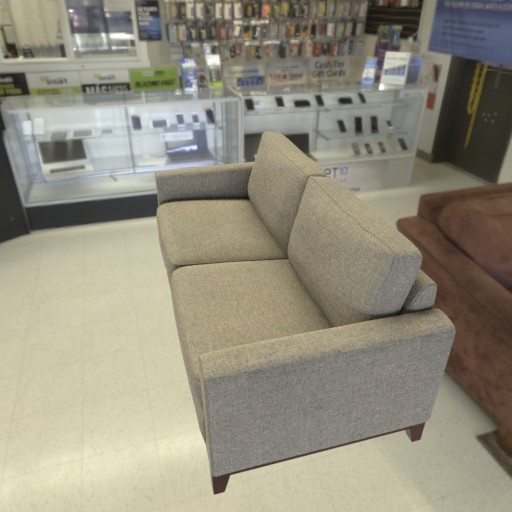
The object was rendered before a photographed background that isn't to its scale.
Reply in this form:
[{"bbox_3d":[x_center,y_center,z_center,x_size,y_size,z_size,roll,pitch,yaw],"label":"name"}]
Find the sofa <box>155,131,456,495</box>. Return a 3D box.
[{"bbox_3d":[0.000,0.000,2.385,0.969,0.892,1.978,-8,32,-13],"label":"sofa"}]
